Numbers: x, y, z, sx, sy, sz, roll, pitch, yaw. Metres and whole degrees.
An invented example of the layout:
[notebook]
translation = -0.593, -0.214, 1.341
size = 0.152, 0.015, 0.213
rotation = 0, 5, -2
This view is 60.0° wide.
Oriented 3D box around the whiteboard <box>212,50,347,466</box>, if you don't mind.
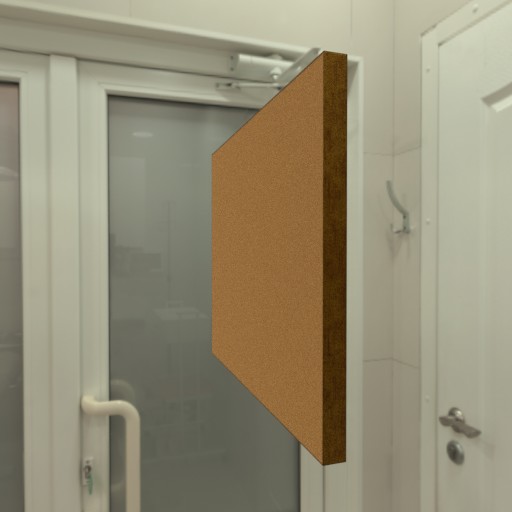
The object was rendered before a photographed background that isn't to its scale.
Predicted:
[whiteboard]
translation = 0.000, 0.000, 0.758
size = 0.029, 0.457, 0.561
rotation = 0, 1, -18
